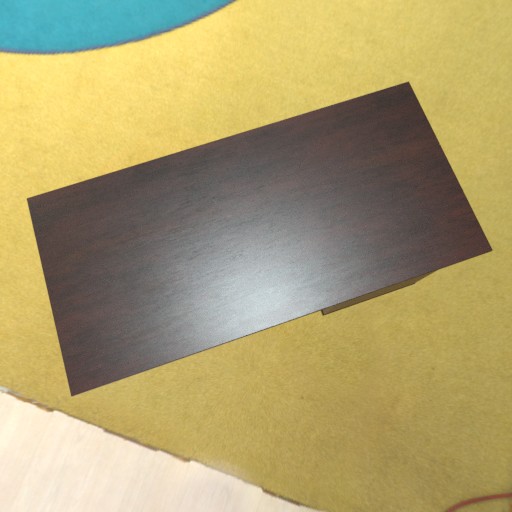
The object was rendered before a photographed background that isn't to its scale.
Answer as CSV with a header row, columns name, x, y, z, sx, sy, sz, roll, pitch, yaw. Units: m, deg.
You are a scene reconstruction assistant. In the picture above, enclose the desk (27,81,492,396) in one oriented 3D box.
name,x,y,z,sx,sy,sz,roll,pitch,yaw
desk,0.000,0.000,1.702,1.277,0.758,0.612,-18,76,-5
